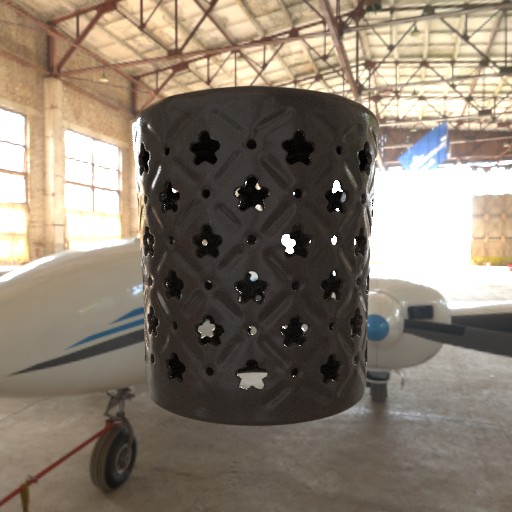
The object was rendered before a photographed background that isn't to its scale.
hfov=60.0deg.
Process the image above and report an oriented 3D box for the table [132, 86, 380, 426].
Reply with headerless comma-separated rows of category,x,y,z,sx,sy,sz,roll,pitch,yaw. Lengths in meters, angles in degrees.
table,0.000,0.000,0.658,0.352,0.387,0.352,0,1,0
